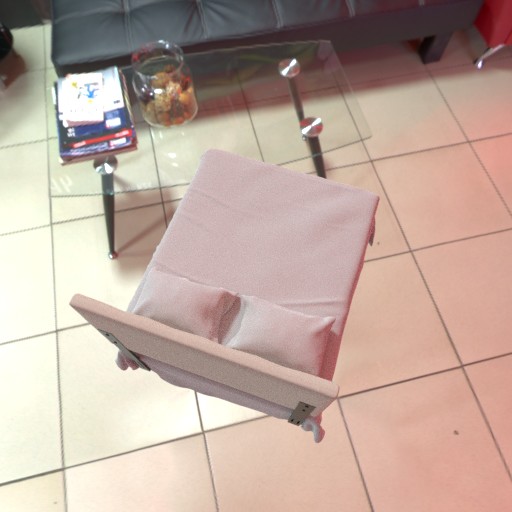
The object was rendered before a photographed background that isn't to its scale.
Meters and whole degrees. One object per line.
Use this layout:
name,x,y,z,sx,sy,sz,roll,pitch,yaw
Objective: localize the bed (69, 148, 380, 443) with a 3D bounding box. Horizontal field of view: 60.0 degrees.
bed,0.000,0.000,3.591,1.936,1.577,2.222,17,65,8
